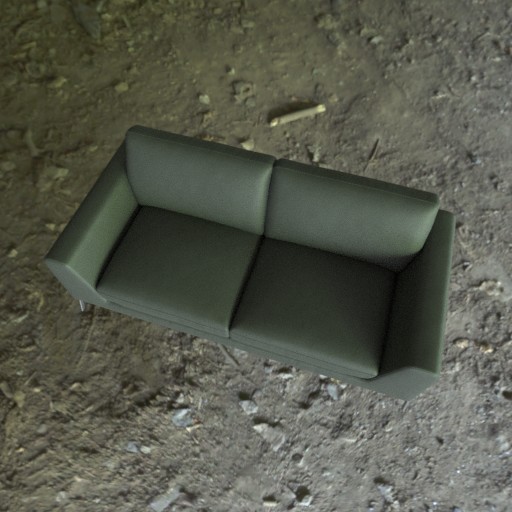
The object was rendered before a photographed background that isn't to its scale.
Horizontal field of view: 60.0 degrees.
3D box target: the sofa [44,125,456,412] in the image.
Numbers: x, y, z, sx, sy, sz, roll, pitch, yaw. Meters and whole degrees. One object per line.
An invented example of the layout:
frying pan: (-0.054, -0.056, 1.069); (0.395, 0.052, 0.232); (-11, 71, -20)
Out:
sofa: (0.000, 0.000, 2.478); (2.017, 0.875, 0.953); (15, 59, 9)
